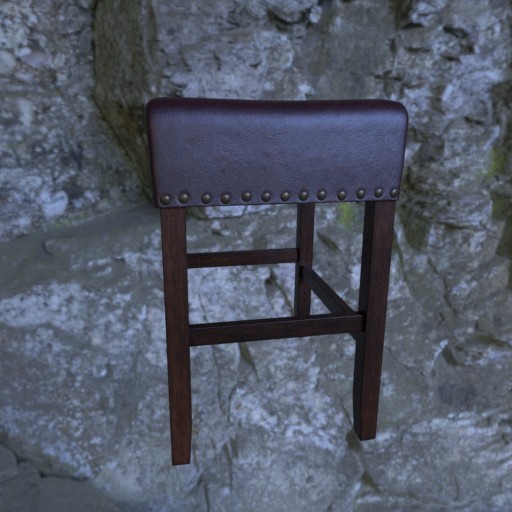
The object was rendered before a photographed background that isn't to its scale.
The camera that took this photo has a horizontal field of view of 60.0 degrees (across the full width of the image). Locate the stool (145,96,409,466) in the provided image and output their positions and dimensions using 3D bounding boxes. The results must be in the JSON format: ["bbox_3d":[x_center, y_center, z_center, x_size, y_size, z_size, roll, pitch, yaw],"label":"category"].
[{"bbox_3d":[0.000,0.000,0.933,0.397,0.608,0.465,-3,17,-10],"label":"stool"}]
